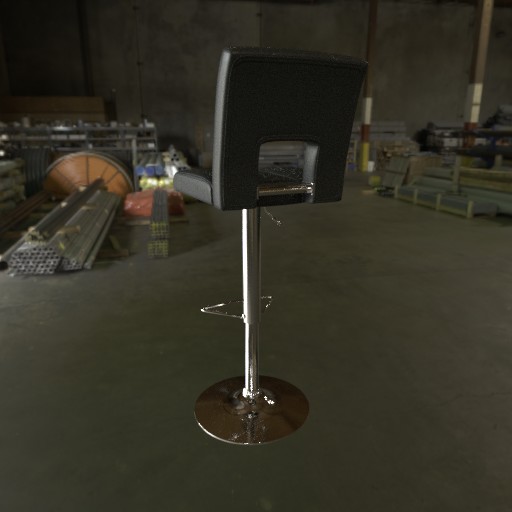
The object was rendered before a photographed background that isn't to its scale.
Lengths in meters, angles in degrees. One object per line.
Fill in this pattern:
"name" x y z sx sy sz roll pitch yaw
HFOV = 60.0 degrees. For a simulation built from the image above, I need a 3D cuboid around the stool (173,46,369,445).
"stool" 0.000 0.000 1.419 0.415 1.151 0.520 -8 18 -25
